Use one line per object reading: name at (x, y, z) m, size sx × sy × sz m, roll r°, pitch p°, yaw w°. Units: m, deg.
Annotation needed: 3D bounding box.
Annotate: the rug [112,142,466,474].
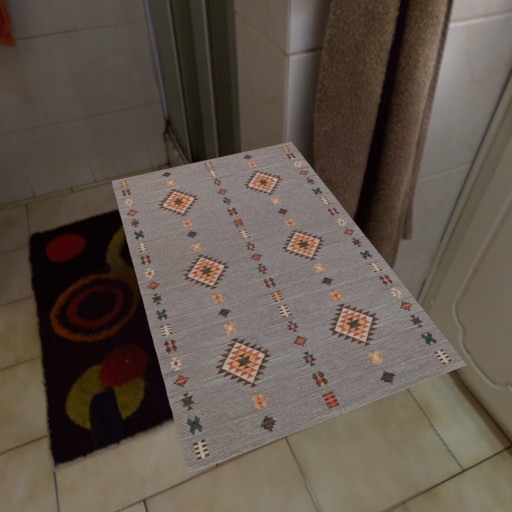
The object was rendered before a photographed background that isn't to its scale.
rug at (0.000, 0.000, 2.311) m, size 1.217 × 0.005 × 1.818 m, roll -16°, pitch 49°, yaw -14°
